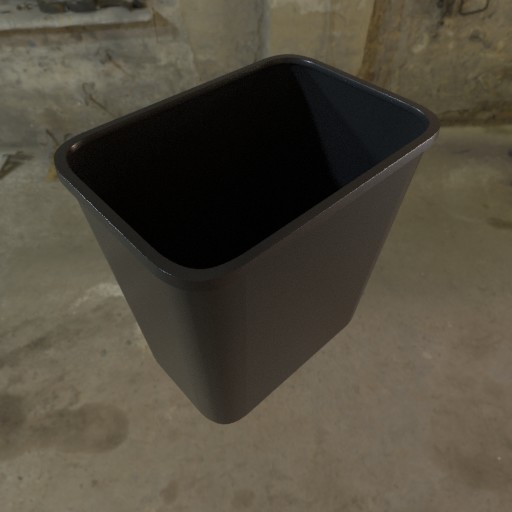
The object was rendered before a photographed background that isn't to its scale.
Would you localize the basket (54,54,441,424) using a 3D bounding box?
[{"bbox_3d":[0.000,0.000,0.493,0.300,0.307,0.211,-34,56,-27],"label":"basket"}]
